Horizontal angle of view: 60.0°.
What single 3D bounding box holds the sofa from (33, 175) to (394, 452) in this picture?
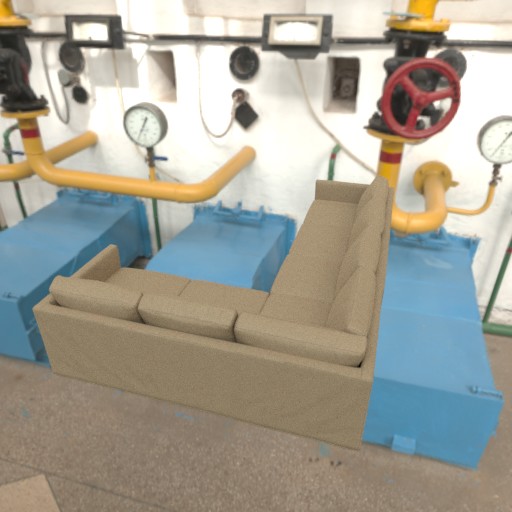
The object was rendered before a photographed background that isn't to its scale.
[{"bbox_3d":[0.000,0.000,4.318,2.432,0.871,3.182,9,32,15],"label":"sofa"}]
